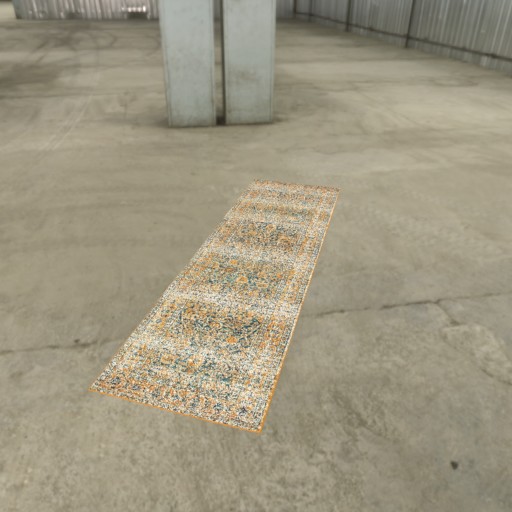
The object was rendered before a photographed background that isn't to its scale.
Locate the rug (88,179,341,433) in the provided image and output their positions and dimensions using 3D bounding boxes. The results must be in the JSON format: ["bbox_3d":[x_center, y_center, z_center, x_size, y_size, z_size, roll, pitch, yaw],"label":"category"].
[{"bbox_3d":[0.000,0.000,2.590,0.704,0.014,2.294,9,33,14],"label":"rug"}]
